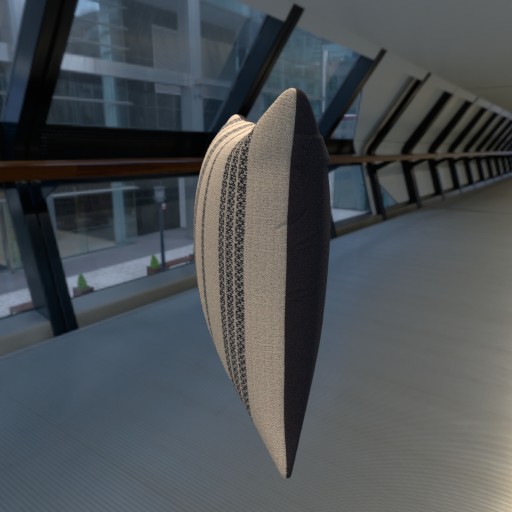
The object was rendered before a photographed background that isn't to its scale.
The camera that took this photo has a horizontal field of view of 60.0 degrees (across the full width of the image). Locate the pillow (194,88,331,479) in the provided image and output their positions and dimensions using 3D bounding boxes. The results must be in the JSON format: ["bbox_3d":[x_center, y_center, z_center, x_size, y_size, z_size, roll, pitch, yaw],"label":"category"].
[{"bbox_3d":[0.000,0.000,0.628,0.173,0.406,0.405,-3,15,-10],"label":"pillow"}]
